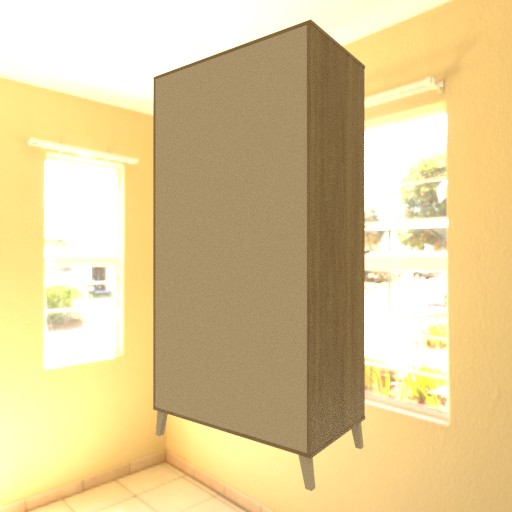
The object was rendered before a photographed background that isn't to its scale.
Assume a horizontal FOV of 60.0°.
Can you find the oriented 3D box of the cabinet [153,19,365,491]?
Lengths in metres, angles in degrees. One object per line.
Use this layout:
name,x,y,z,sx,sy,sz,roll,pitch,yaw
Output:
cabinet,0.000,0.000,2.400,1.006,1.999,0.571,0,0,37
